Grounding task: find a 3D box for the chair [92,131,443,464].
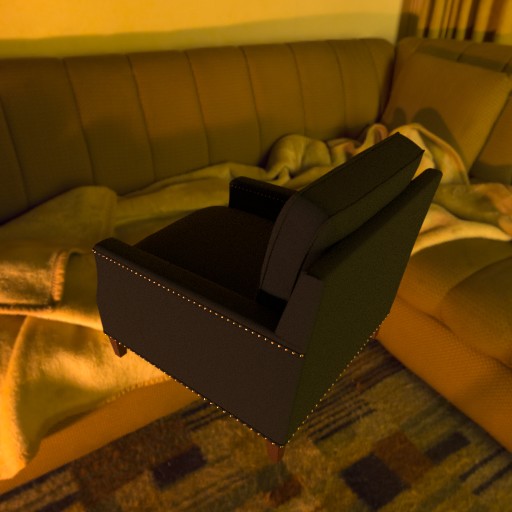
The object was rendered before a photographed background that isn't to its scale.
[{"bbox_3d":[0.000,0.000,1.696,1.014,0.943,0.853,22,38,31],"label":"chair"}]
